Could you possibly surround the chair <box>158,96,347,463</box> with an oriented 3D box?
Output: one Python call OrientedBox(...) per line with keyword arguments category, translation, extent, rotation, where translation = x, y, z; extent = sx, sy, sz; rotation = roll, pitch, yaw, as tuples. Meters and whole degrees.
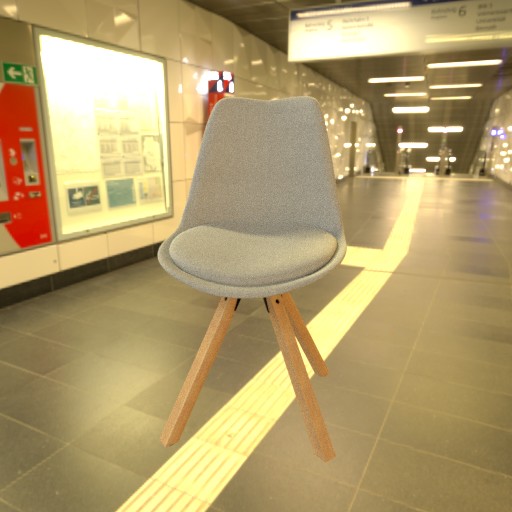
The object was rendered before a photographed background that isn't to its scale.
OrientedBox(category="chair", translation=(0.000, 0.000, 1.200), extent=(0.474, 0.863, 0.549), rotation=(2, 15, 8))
